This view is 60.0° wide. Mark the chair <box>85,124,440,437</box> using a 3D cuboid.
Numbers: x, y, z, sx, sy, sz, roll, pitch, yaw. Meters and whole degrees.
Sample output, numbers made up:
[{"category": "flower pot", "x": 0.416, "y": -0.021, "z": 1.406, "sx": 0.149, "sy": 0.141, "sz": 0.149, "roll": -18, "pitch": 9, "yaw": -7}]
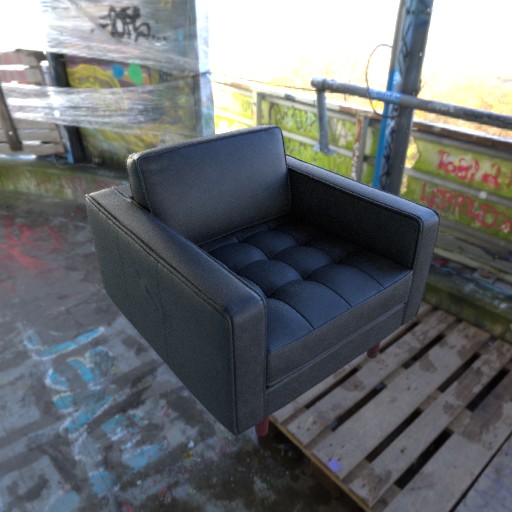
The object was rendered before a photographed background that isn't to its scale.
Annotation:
[{"category": "chair", "x": 0.000, "y": 0.000, "z": 1.616, "sx": 0.889, "sy": 0.763, "sz": 0.914, "roll": -22, "pitch": 38, "yaw": -32}]
